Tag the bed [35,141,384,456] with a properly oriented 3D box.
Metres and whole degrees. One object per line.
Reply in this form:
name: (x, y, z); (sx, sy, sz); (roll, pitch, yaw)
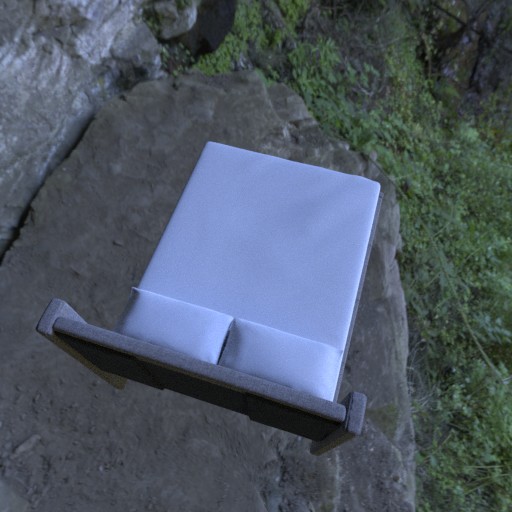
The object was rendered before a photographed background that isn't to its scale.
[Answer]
bed: (0.000, 0.000, 3.310); (1.714, 1.476, 2.245); (15, 63, 8)
